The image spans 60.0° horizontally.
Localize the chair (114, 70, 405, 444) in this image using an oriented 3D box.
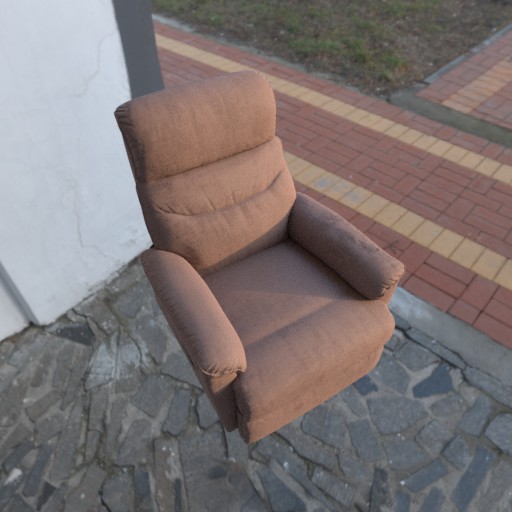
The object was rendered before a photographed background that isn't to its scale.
[{"bbox_3d":[0.000,0.000,1.717,0.820,1.037,1.004,-24,51,-21],"label":"chair"}]
